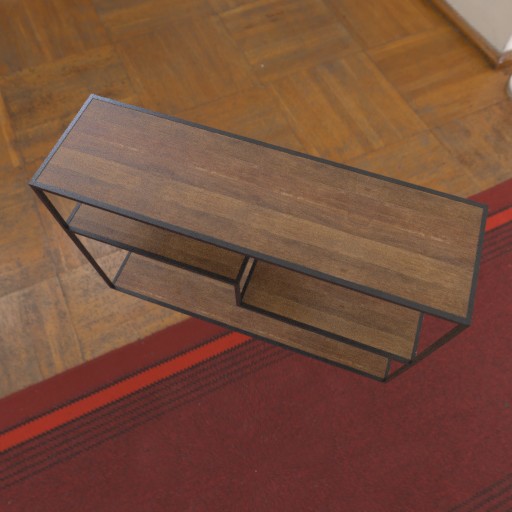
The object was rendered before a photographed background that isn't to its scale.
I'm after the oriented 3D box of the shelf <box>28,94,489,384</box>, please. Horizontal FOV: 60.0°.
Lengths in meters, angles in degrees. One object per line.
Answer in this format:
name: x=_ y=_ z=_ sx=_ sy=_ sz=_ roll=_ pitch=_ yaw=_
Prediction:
shelf: x=0.000 y=0.000 z=1.544 sx=1.201 sy=0.765 sz=0.361 roll=18 pitch=65 yaw=8
